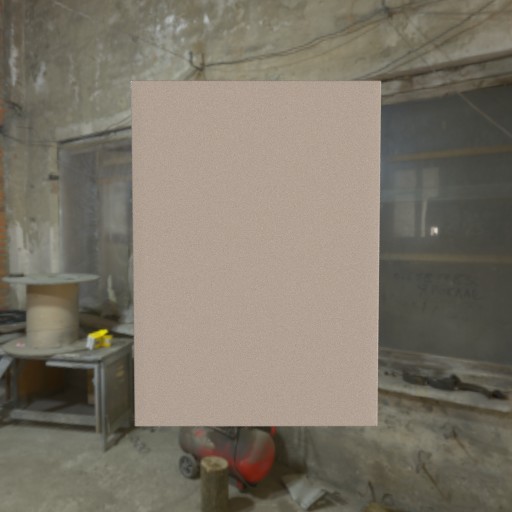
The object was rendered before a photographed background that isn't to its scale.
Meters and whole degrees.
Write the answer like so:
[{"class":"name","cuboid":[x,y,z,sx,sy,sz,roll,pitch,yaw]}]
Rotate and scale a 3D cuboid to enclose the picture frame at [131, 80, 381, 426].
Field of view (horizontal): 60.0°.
[{"class":"picture frame","cuboid":[0.000,0.000,0.689,0.381,0.534,0.012,0,2,0]}]
